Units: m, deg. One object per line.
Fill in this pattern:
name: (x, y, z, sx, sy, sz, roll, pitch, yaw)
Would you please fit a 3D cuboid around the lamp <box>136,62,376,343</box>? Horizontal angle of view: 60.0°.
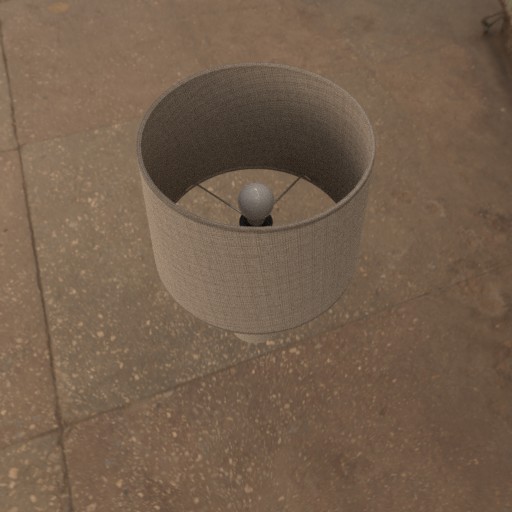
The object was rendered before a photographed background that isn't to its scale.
lamp: (0.000, 0.000, 0.851, 0.367, 0.609, 0.367, 0, 57, 0)
